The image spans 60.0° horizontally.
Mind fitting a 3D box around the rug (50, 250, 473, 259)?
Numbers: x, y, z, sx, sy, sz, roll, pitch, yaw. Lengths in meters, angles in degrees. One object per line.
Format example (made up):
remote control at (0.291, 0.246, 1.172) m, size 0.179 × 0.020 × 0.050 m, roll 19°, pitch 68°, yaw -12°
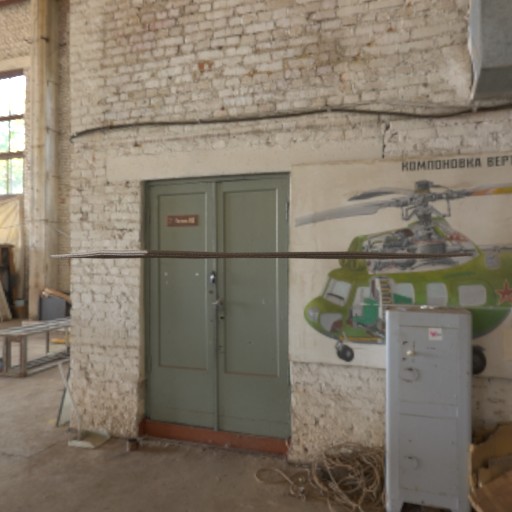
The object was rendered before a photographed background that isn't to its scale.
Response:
rug at (0.000, 0.000, 4.023) m, size 3.011 × 0.054 × 2.399 m, roll 0°, pitch -1°, yaw -35°
